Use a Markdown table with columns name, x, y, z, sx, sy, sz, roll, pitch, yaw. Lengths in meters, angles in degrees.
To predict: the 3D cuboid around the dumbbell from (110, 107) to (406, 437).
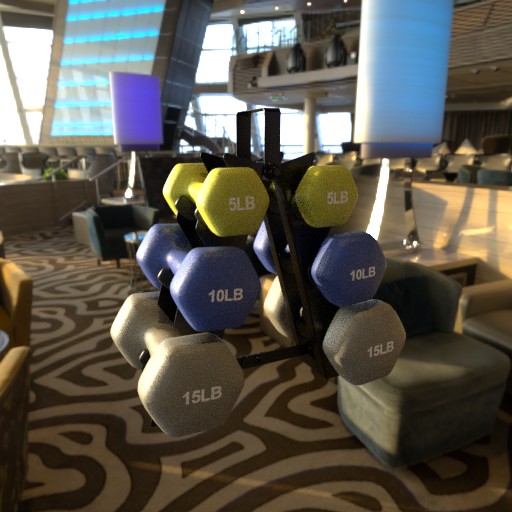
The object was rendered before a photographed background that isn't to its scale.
| name | x | y | z | sx | sy | sz | roll | pitch | yaw |
| --- | --- | --- | --- | --- | --- | --- | --- | --- | --- |
| dumbbell | 0.000 | 0.000 | 0.678 | 0.416 | 0.426 | 0.261 | -7 | 16 | -26 |
